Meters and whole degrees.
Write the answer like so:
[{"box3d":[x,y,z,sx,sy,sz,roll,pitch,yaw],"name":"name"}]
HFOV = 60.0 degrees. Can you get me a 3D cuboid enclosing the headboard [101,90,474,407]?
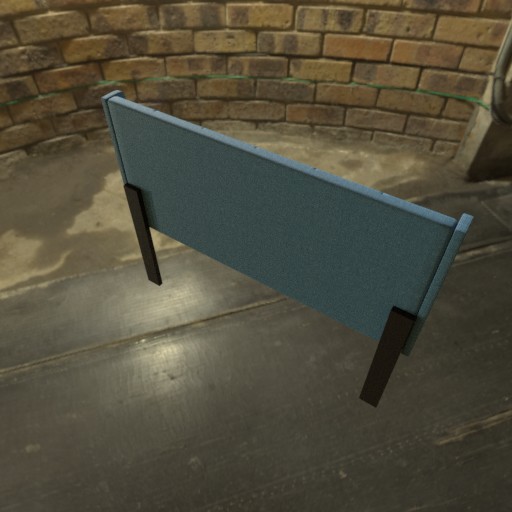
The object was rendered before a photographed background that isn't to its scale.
[{"box3d":[0.000,0.000,2.712,2.051,1.524,0.184,25,51,22],"name":"headboard"}]
